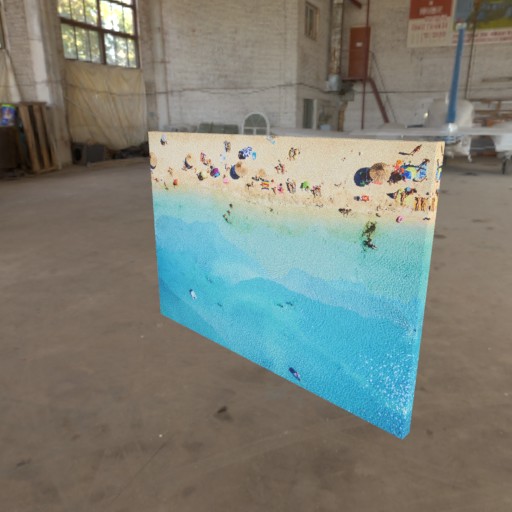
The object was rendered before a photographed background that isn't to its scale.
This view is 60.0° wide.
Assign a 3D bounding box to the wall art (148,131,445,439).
[{"bbox_3d":[0.000,0.000,1.461,1.136,0.769,0.040,16,24,42],"label":"wall art"}]
